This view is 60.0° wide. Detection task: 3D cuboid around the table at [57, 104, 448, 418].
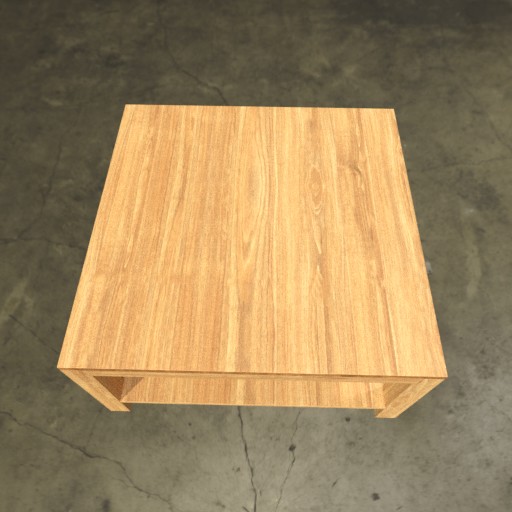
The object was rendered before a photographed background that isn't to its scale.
[{"bbox_3d":[0.000,0.000,1.445,0.900,0.450,0.900,1,59,1],"label":"table"}]
